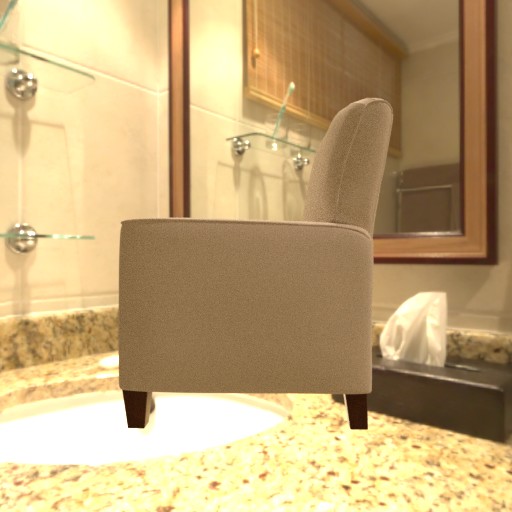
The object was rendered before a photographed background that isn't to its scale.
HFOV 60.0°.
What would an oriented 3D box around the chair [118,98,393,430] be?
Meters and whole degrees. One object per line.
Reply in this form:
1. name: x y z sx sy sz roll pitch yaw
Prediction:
1. chair: 0.000 0.000 1.691 0.858 1.028 0.841 0 1 1
